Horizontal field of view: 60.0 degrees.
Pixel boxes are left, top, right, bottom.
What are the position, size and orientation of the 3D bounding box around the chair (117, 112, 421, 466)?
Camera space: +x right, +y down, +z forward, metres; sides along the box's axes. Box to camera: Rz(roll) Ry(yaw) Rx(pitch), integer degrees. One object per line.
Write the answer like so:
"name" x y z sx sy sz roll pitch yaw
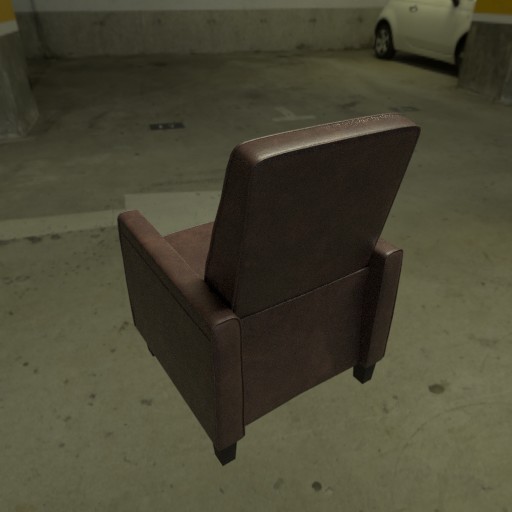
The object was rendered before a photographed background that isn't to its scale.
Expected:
"chair" 0.000 0.000 1.494 0.705 1.013 0.746 -19 36 -28
